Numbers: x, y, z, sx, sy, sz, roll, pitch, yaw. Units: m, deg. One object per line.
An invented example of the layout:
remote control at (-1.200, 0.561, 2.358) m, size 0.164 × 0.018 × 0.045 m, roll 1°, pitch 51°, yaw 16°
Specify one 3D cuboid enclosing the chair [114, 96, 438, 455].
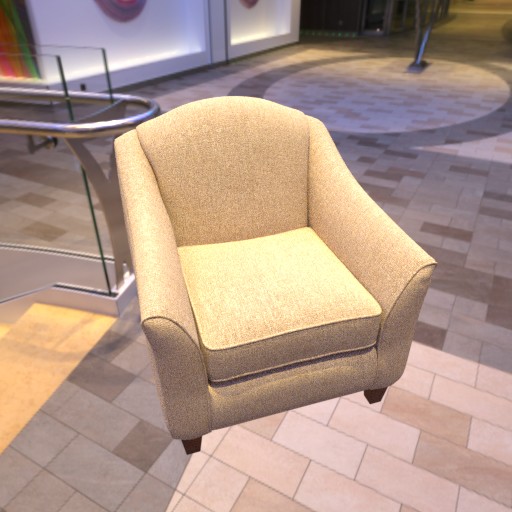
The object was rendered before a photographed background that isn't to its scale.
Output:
chair at (0.000, 0.000, 1.418) m, size 0.763 × 0.839 × 0.787 m, roll -10°, pitch 33°, yaw -15°
